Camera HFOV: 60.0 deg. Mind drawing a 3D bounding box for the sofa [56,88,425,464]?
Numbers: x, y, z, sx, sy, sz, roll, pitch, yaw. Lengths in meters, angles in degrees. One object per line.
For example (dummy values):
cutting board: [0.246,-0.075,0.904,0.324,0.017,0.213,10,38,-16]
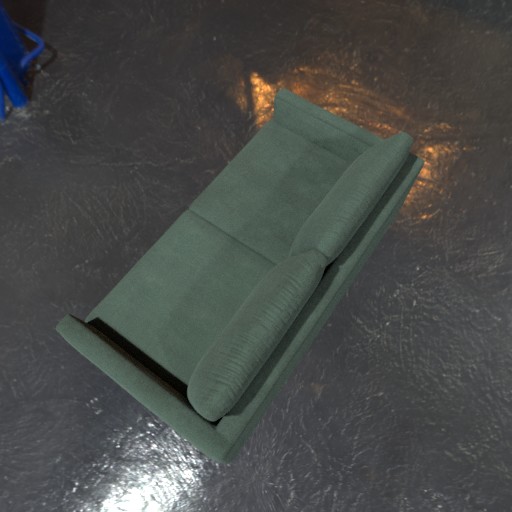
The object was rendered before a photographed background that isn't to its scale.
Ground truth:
sofa: [0.000,0.000,2.161,0.875,0.817,1.676,32,68,15]
